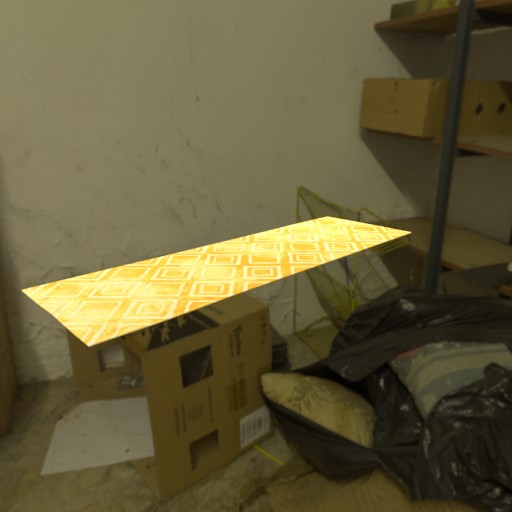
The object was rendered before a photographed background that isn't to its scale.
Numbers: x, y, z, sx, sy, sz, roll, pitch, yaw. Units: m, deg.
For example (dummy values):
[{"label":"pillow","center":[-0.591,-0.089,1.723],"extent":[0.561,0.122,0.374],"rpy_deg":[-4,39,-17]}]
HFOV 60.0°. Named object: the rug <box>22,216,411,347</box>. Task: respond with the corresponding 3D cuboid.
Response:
[{"label":"rug","center":[0.000,0.000,2.693],"extent":[2.438,0.010,0.775],"rpy_deg":[-16,23,-42]}]
